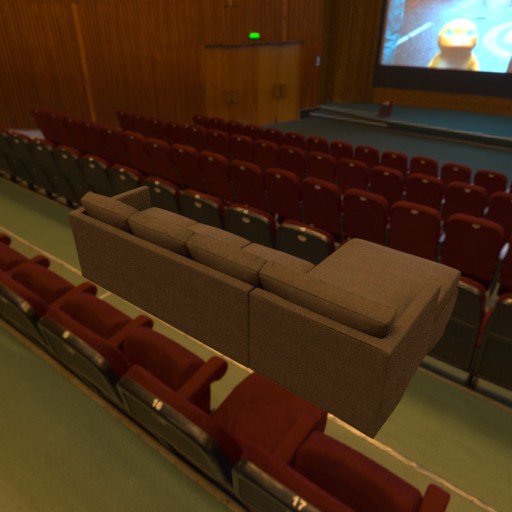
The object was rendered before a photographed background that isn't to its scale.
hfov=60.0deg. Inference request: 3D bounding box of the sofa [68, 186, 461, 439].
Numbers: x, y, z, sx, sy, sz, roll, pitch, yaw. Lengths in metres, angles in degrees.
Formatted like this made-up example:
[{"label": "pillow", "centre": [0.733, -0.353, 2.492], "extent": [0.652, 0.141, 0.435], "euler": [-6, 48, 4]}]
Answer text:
[{"label": "sofa", "centre": [0.000, 0.000, 3.997], "extent": [3.205, 0.922, 1.650], "euler": [21, 36, 32]}]
